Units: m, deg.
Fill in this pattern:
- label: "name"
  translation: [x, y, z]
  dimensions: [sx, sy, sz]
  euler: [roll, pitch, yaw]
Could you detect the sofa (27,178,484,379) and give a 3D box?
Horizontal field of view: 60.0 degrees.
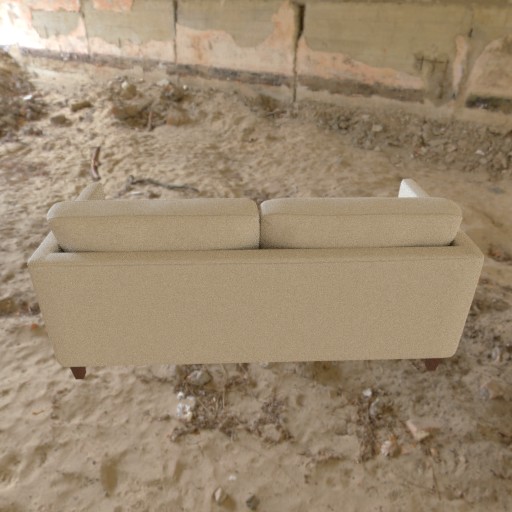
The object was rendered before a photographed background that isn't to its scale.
- label: "sofa"
  translation: [0.000, 0.000, 2.410]
  dimensions: [1.981, 0.889, 0.965]
  euler: [-1, 31, -2]
